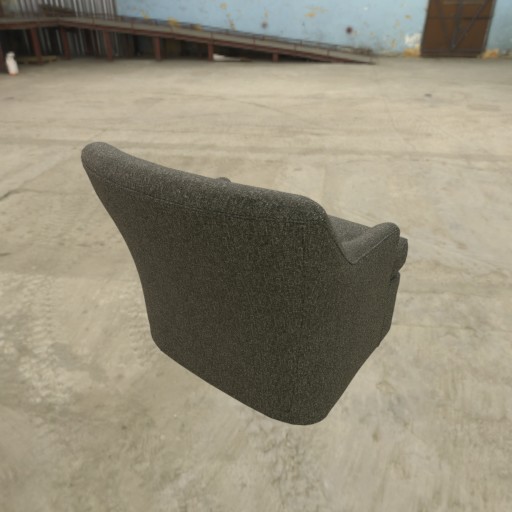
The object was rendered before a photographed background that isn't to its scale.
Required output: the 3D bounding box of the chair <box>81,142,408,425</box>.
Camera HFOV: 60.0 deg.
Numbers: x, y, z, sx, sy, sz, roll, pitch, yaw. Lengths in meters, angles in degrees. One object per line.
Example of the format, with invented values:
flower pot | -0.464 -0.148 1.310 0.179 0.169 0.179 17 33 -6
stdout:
chair | 0.000 0.000 1.555 0.864 0.856 0.923 21 35 32
